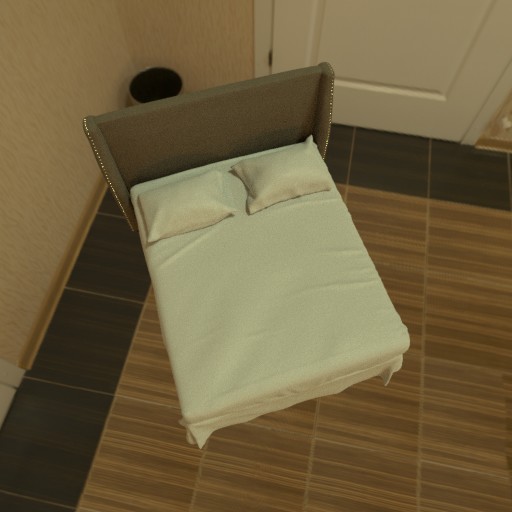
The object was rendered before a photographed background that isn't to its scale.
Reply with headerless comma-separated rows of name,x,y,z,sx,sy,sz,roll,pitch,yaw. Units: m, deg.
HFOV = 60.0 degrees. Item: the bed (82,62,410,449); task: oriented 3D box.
bed,0.000,0.000,3.398,1.925,1.332,2.276,-16,65,-8
